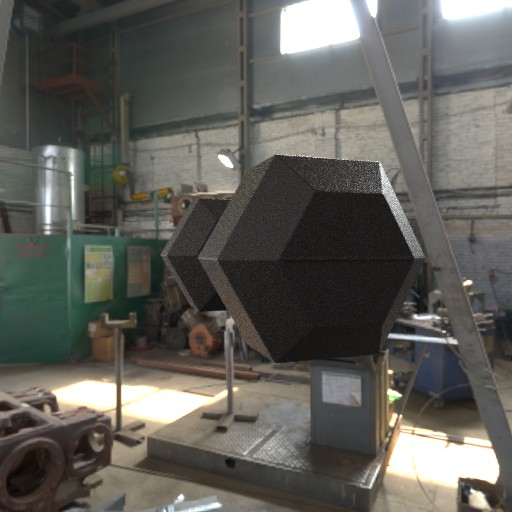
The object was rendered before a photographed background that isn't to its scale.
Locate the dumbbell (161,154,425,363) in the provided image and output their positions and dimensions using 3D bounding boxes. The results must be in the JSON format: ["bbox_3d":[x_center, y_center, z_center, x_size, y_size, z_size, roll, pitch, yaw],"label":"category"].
[{"bbox_3d":[0.000,0.000,0.408,0.142,0.123,0.337,0,1,-18],"label":"dumbbell"}]
